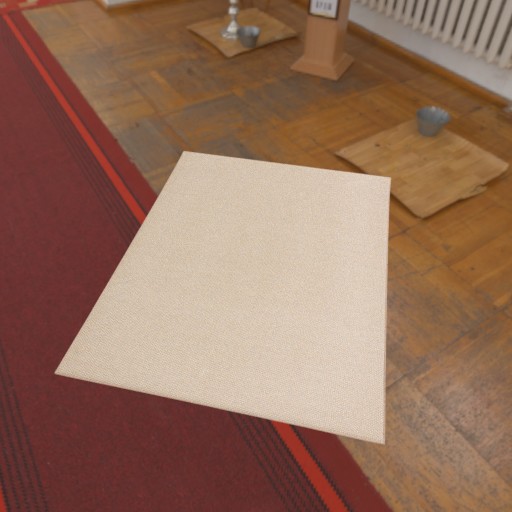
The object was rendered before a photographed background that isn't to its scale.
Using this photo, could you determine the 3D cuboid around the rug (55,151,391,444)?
[{"bbox_3d":[0.000,0.000,4.172,2.462,0.018,3.039,9,47,8],"label":"rug"}]
